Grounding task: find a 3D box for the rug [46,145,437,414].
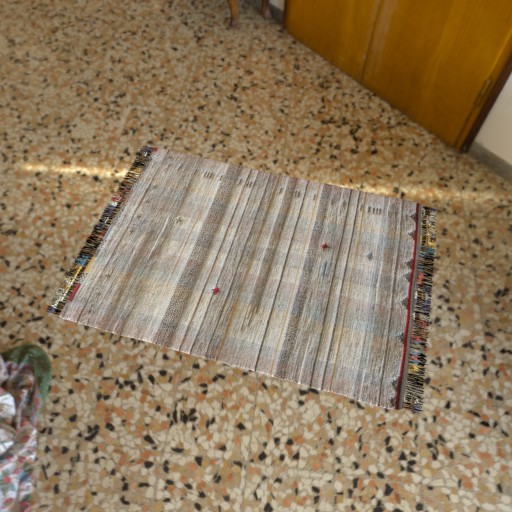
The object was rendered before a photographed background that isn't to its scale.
[{"bbox_3d":[0.000,0.000,2.356,1.848,0.012,1.217,14,59,8],"label":"rug"}]
